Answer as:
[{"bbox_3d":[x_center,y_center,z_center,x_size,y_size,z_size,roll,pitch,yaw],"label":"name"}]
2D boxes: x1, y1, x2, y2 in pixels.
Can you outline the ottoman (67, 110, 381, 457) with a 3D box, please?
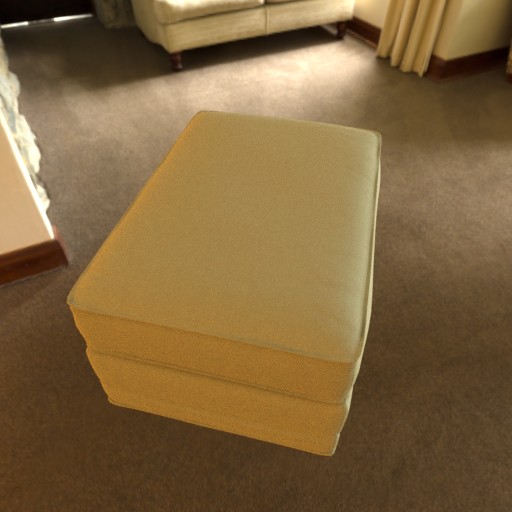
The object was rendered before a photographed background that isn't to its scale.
[{"bbox_3d":[0.000,0.000,1.232,0.611,0.482,0.848,10,46,10],"label":"ottoman"}]
